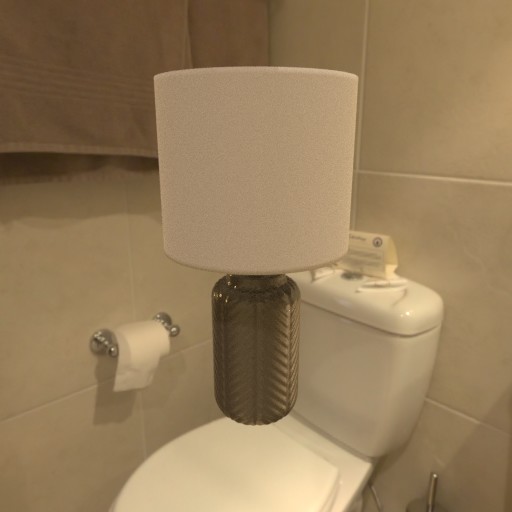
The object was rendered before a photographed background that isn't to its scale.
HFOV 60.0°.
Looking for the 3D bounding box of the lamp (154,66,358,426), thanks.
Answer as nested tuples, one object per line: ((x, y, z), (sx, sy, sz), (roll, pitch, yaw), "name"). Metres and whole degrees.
((0.000, 0.000, 0.503), (0.203, 0.389, 0.203), (3, 16, 9), "lamp")
